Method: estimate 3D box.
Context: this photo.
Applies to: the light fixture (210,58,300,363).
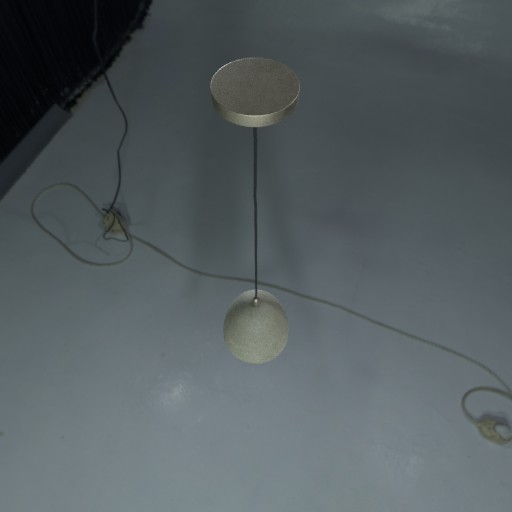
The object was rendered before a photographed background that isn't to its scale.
[{"bbox_3d":[0.000,0.000,0.841,0.170,0.759,0.170,15,60,9],"label":"light fixture"}]
